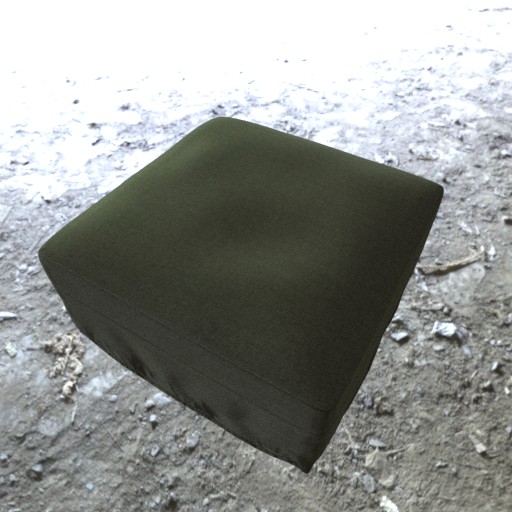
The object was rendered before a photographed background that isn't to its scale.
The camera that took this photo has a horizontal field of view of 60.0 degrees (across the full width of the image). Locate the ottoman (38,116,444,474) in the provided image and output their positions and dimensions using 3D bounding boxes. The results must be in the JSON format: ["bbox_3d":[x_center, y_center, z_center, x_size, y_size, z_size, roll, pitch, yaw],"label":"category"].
[{"bbox_3d":[0.000,0.000,1.326,0.840,0.436,0.843,24,50,21],"label":"ottoman"}]
